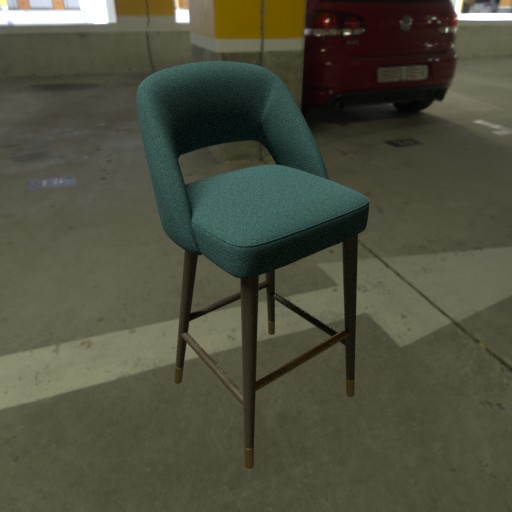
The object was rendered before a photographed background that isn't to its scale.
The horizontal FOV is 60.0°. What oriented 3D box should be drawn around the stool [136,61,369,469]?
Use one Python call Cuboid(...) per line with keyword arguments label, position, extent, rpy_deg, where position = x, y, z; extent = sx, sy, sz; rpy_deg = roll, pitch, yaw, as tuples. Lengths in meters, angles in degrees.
Cuboid(label="stool", position=(0.000, 0.000, 1.326), extent=(0.536, 1.032, 0.522), rpy_deg=(-21, 36, -32))
